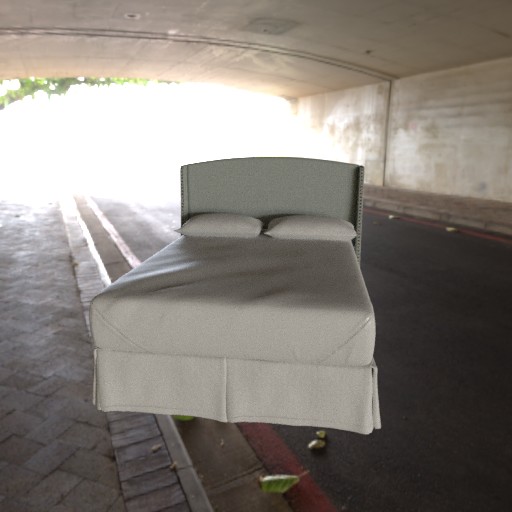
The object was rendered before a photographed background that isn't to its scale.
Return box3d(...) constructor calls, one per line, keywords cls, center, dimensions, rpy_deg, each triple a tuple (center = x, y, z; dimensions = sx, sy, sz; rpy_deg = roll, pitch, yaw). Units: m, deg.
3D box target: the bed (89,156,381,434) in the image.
box3d(cls="bed", center=(0.000, 0.000, 3.351), dimensions=(1.710, 1.407, 2.237), rpy_deg=(2, 15, 8))
